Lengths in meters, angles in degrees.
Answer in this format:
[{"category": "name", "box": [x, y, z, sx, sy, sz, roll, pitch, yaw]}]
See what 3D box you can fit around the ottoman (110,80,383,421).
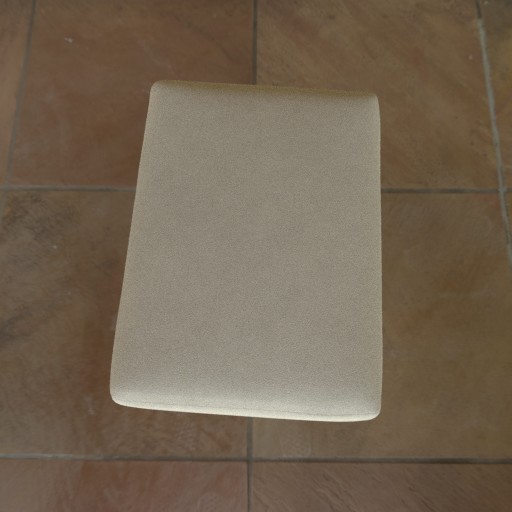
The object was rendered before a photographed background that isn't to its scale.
[{"category": "ottoman", "box": [0.000, 0.000, 1.170, 0.569, 0.504, 0.773, 4, 75, 1]}]
